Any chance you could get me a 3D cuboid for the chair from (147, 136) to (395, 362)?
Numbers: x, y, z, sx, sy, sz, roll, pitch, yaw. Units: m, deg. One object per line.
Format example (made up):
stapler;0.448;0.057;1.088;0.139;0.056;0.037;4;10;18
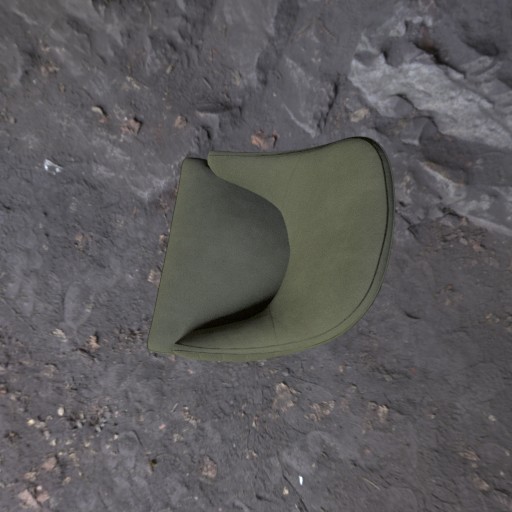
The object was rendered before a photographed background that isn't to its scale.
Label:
chair;0.000;0.000;1.318;0.575;0.889;0.643;8;76;2
